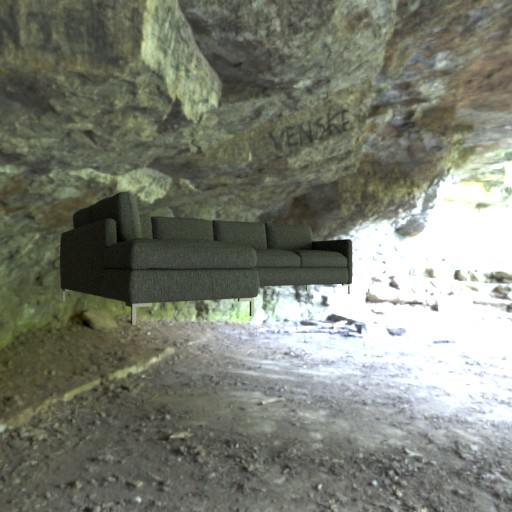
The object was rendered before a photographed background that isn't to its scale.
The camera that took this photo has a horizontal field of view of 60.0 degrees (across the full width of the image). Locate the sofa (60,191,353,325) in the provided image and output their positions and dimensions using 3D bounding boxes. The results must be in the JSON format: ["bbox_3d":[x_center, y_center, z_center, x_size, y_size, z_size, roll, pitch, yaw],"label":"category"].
[{"bbox_3d":[0.000,0.000,3.954,2.949,0.815,2.007,1,-2,-34],"label":"sofa"}]
